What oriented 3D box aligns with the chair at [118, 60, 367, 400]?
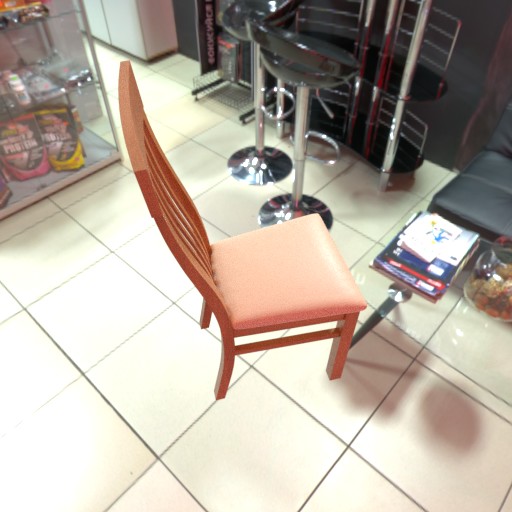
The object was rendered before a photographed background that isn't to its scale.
[{"bbox_3d":[0.000,0.000,1.343,0.580,1.050,0.450,-11,48,-10],"label":"chair"}]
